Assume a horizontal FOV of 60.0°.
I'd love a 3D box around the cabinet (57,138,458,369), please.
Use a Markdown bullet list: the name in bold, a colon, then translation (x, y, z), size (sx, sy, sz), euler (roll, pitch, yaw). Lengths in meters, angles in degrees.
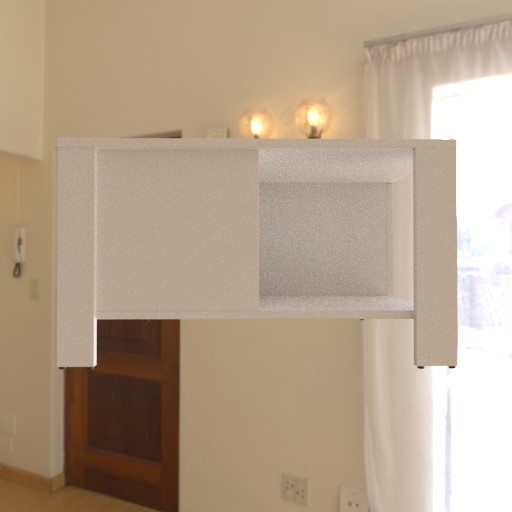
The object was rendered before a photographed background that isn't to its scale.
- **cabinet**: translation (0.000, 0.000, 1.282), size (0.800, 0.460, 0.800), euler (0, -1, -1)
